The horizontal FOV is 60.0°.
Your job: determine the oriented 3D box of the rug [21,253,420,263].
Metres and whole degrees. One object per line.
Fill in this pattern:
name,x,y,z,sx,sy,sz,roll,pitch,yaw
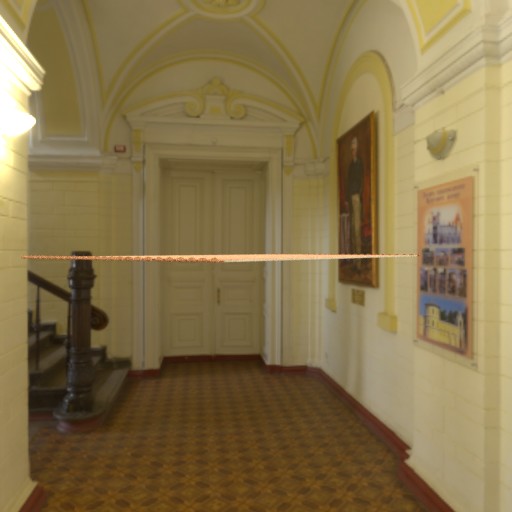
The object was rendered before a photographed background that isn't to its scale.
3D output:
rug,0.000,0.000,2.545,1.232,0.017,2.092,0,1,37
